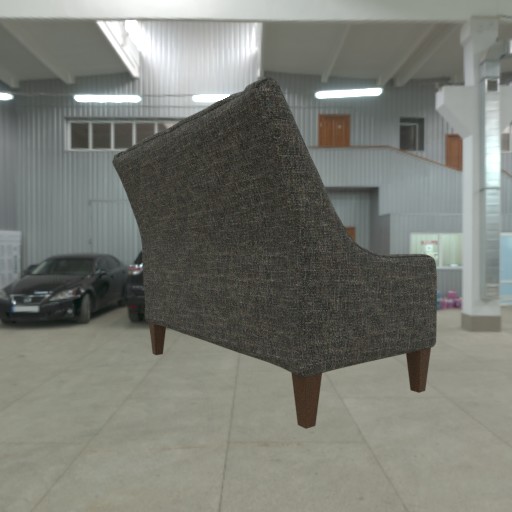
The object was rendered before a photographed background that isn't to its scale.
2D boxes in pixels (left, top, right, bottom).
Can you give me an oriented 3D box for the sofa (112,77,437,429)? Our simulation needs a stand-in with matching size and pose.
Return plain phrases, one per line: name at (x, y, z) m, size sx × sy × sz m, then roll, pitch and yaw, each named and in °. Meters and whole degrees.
sofa at (0.000, 0.000, 1.936) m, size 0.870 × 1.021 × 1.242 m, roll -1°, pitch 1°, yaw -36°
